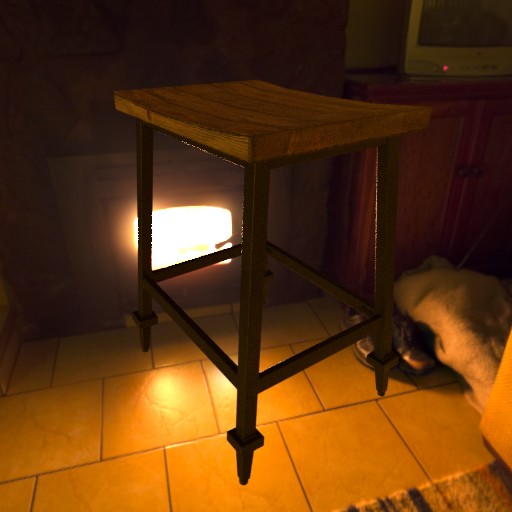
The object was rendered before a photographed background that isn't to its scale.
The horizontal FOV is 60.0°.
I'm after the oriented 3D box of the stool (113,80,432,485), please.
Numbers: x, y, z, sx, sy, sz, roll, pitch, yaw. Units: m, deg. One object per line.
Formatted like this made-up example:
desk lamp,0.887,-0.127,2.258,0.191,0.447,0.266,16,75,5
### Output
stool,0.000,0.000,0.922,0.405,0.625,0.486,-18,33,-31
